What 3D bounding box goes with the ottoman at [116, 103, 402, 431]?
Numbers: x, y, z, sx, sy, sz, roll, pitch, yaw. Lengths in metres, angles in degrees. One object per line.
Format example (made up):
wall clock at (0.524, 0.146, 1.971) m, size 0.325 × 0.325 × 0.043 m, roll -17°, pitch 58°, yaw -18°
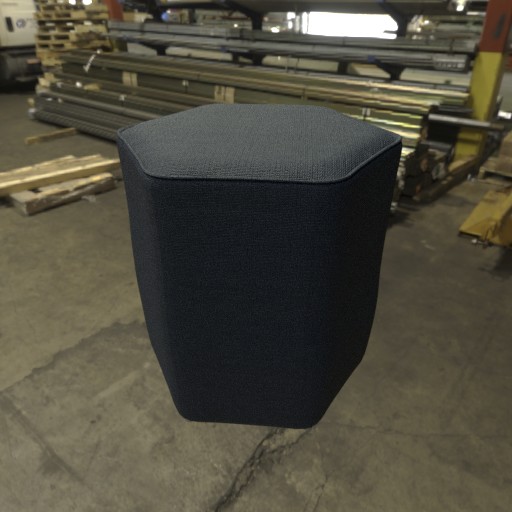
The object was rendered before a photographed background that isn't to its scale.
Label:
ottoman at (0.000, 0.000, 0.875) m, size 0.454 × 0.505 × 0.492 m, roll 22°, pitch 38°, yaw 33°
